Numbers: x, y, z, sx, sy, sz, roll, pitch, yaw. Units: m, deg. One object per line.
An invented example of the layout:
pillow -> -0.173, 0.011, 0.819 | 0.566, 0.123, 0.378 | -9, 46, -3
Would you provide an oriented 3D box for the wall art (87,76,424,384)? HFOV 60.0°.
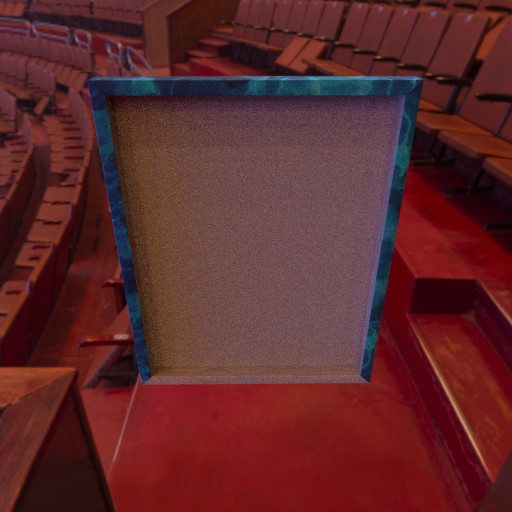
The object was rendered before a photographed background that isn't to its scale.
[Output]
wall art -> 0.000, 0.000, 0.844 | 0.508, 0.635, 0.038 | 0, 30, -1
